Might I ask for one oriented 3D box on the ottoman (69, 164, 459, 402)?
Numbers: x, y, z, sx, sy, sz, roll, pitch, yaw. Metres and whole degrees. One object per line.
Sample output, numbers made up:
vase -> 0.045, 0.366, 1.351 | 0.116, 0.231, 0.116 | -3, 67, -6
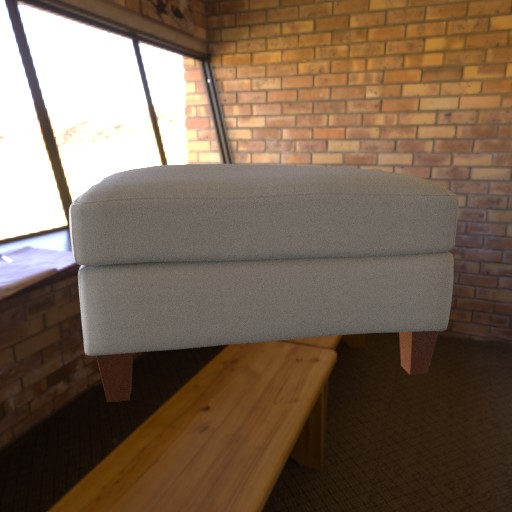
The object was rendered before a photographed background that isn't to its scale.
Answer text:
ottoman -> 0.000, 0.000, 1.213 | 0.818, 0.496, 0.634 | -2, 14, -9
